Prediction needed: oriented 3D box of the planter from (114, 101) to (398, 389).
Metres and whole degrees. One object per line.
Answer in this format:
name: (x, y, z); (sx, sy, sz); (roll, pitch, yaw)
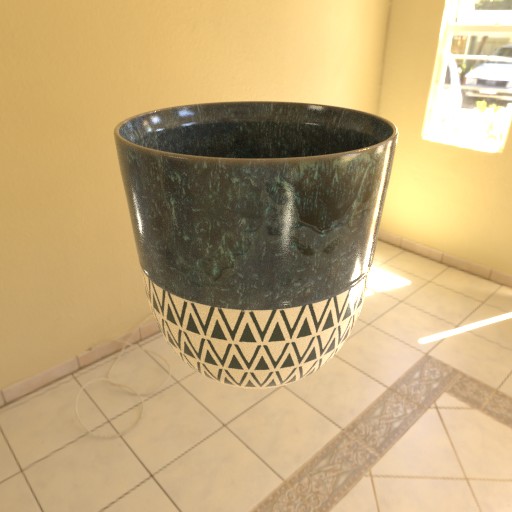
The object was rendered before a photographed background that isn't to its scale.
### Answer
planter: (0.000, 0.000, 0.364); (0.195, 0.214, 0.195); (0, 28, 0)
